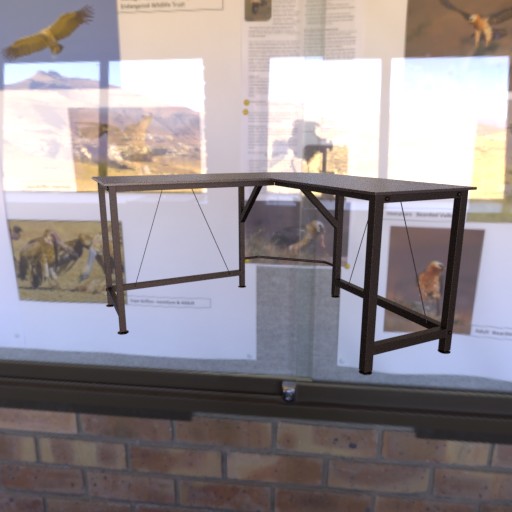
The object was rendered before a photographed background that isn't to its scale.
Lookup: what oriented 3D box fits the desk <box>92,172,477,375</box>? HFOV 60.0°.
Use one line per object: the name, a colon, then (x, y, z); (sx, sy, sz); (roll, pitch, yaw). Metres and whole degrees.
desk: (0.000, 0.000, 2.282); (1.400, 0.762, 1.400); (-6, 15, -25)
